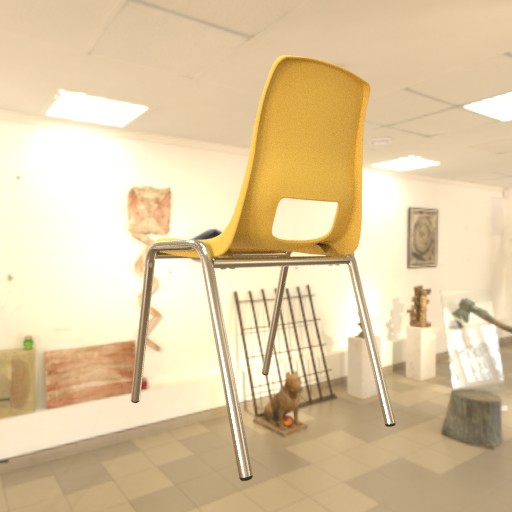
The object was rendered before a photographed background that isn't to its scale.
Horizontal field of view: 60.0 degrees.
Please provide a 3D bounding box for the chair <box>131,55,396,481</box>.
[{"bbox_3d":[0.000,0.000,0.915,0.381,0.653,0.436,-1,1,-36],"label":"chair"}]
